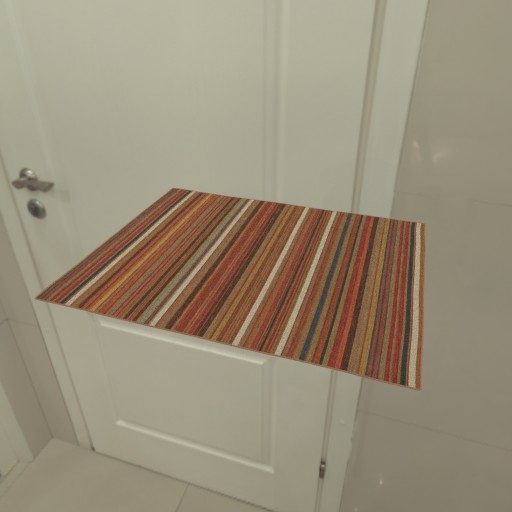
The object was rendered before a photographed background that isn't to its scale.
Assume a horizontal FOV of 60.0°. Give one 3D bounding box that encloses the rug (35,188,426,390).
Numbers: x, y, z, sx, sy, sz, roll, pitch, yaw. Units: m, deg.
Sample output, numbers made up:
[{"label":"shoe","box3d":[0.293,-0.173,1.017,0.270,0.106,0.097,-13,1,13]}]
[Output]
[{"label":"rug","box3d":[0.000,0.000,4.268,3.092,0.023,2.479,10,33,16]}]
